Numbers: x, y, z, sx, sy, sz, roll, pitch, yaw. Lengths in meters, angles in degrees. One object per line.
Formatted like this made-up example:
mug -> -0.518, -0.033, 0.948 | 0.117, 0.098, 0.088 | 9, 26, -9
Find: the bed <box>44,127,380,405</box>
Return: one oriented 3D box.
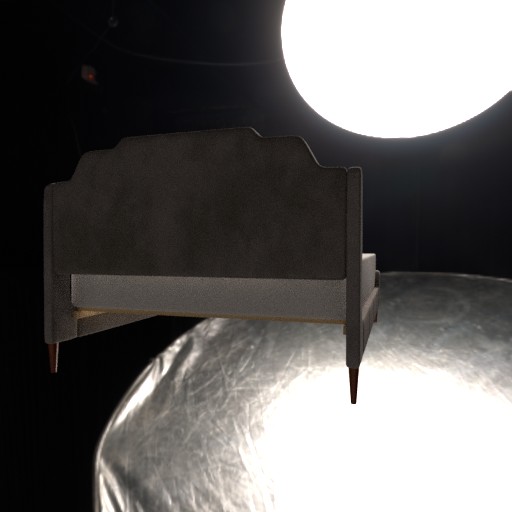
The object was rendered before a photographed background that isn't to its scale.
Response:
bed -> 0.000, 0.000, 3.255 | 1.676, 1.245, 2.340 | 0, 1, 18
